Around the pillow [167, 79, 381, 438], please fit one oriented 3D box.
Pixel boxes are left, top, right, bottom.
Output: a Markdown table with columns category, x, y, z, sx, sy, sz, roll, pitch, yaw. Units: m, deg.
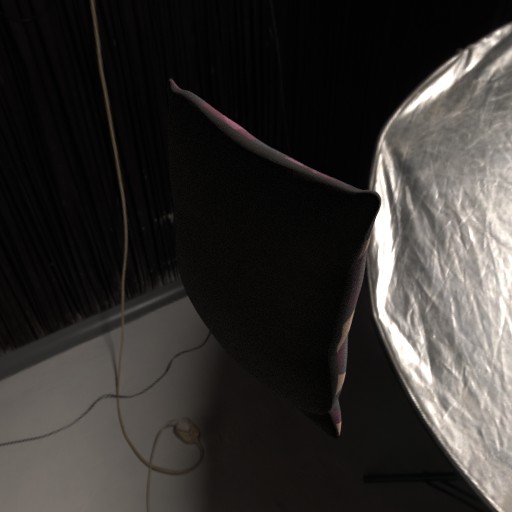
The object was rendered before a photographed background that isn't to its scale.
| category | x | y | z | sx | sy | sz | roll | pitch | yaw |
| --- | --- | --- | --- | --- | --- | --- | --- | --- | --- |
| pillow | 0.000 | 0.000 | 0.778 | 0.208 | 0.496 | 0.503 | -25 | 46 | -27 |
